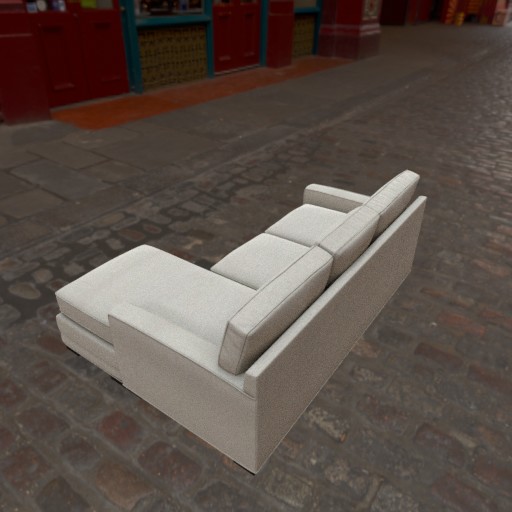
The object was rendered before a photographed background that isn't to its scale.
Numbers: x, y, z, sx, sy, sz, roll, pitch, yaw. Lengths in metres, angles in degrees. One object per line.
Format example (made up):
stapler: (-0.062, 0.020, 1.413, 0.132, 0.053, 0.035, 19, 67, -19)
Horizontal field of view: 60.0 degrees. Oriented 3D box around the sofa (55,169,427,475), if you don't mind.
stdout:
sofa: (0.000, 0.000, 2.910, 1.496, 0.861, 2.087, 21, 37, 30)
